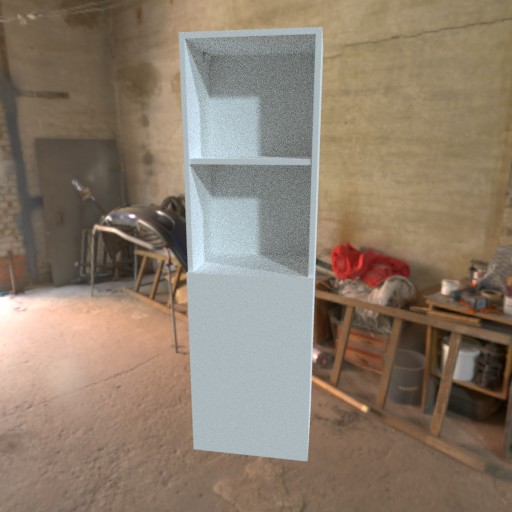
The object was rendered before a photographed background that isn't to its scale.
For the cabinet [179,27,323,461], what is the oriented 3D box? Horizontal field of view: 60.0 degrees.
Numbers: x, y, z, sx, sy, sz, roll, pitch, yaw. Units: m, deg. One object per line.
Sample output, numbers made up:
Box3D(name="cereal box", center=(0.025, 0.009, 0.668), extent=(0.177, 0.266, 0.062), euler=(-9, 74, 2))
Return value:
Box3D(name="cabinet", center=(0.000, 0.000, 1.511), extent=(0.400, 1.350, 0.300), euler=(2, 15, 9))
